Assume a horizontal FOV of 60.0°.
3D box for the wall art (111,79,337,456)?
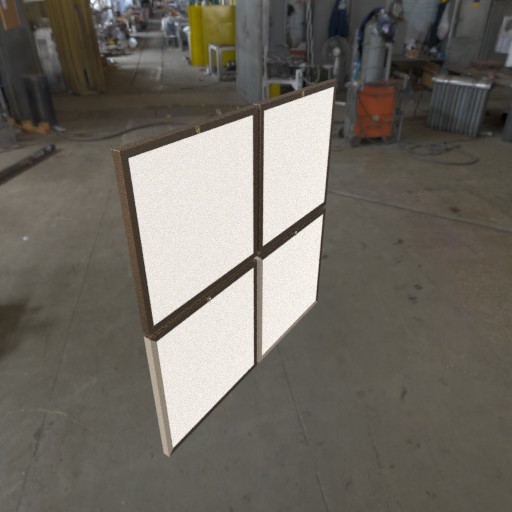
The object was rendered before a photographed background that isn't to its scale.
[{"bbox_3d":[0.000,0.000,1.563,0.030,1.032,1.032,20,36,29],"label":"wall art"}]
